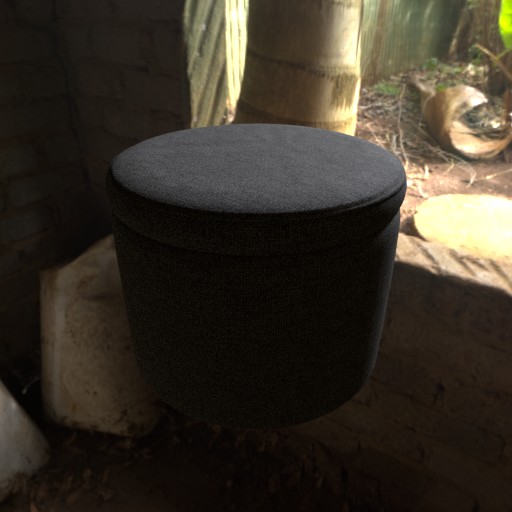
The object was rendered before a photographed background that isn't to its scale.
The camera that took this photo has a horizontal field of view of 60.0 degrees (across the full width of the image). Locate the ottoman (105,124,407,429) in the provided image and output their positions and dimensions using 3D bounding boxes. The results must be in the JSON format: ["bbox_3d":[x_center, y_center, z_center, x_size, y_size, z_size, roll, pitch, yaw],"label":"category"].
[{"bbox_3d":[0.000,0.000,0.878,0.520,0.430,0.520,0,29,0],"label":"ottoman"}]
